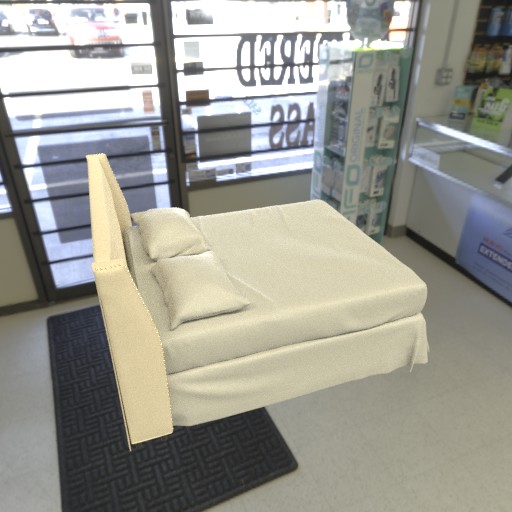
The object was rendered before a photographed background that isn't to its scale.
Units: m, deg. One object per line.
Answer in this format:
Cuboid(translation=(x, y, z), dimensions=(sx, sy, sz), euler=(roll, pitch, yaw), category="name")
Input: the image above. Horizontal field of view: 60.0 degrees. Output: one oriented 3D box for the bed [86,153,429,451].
Cuboid(translation=(0.000, 0.000, 3.449), dimensions=(2.276, 1.332, 1.925), euler=(-10, 31, -17), category="bed")
